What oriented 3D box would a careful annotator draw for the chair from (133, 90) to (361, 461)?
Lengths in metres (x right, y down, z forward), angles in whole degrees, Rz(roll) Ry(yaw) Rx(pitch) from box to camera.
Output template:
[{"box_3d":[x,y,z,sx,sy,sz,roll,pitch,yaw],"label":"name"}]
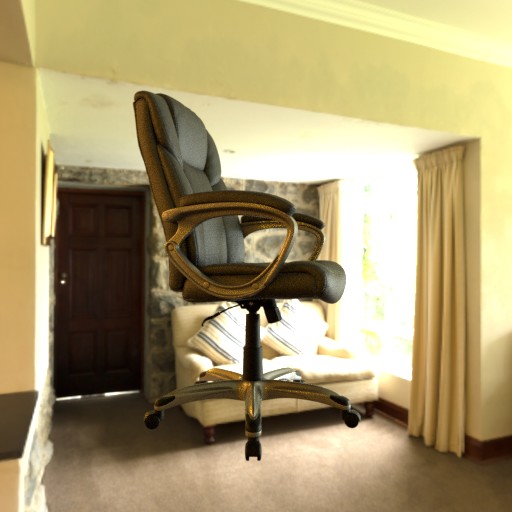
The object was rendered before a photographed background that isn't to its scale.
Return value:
[{"box_3d":[0.000,0.000,1.570,0.719,1.130,0.721,0,-1,18],"label":"chair"}]
